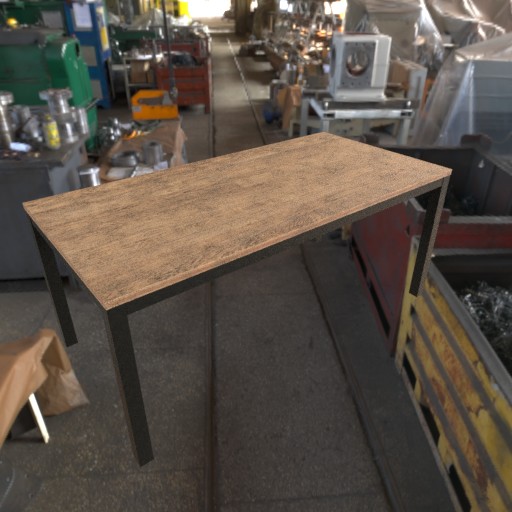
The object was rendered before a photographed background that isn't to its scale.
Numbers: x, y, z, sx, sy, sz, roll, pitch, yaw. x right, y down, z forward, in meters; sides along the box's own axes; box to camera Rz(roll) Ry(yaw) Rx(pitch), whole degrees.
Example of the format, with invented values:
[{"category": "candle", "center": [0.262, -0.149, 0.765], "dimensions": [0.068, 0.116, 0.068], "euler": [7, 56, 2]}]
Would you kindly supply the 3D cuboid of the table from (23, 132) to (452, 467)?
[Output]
[{"category": "table", "center": [0.000, 0.000, 2.244], "dimensions": [1.805, 0.767, 0.893], "euler": [-22, 37, -32]}]
